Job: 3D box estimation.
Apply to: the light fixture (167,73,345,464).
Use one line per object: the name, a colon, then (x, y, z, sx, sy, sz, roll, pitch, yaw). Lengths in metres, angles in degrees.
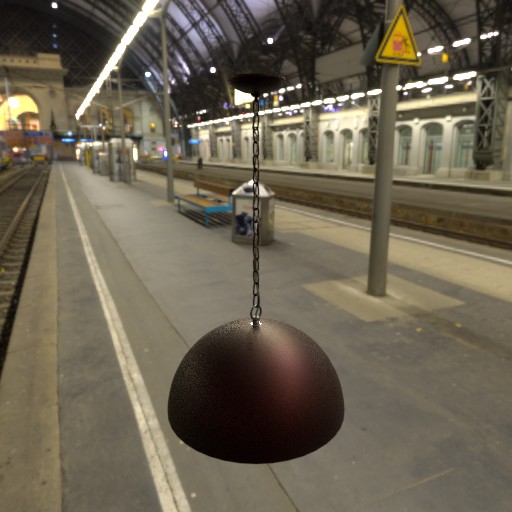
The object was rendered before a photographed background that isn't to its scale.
light fixture: (0.000, 0.000, 1.156, 0.492, 0.869, 0.492, 13, 18, 43)
